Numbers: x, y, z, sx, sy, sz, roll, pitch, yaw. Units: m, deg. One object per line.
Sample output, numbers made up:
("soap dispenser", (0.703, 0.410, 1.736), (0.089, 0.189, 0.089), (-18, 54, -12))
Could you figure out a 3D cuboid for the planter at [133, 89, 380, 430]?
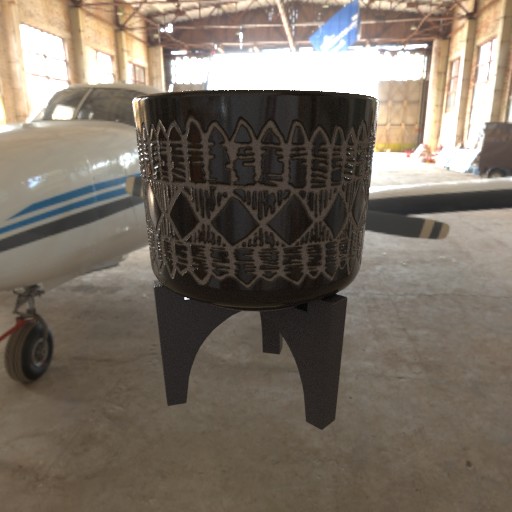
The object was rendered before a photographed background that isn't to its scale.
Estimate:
("planter", (0.000, 0.000, 0.397), (0.196, 0.264, 0.196), (15, 21, 42))
